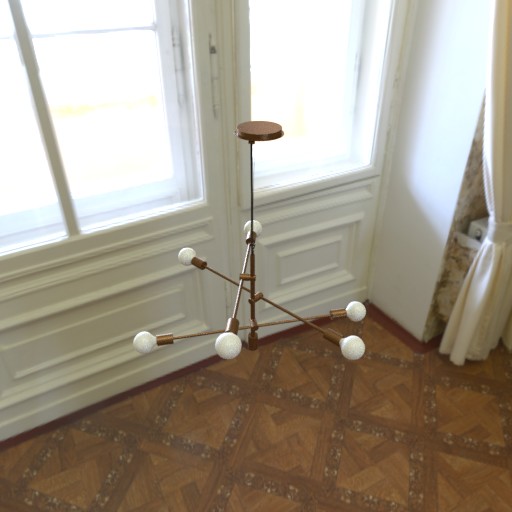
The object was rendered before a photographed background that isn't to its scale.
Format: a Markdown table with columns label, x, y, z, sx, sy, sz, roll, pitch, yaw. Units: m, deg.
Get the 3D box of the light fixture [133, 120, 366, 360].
| label | x | y | z | sx | sy | sz | roll | pitch | yaw |
| --- | --- | --- | --- | --- | --- | --- | --- | --- | --- |
| light fixture | 0.000 | 0.000 | 1.280 | 0.682 | 0.744 | 0.637 | 9 | 34 | 14 |
